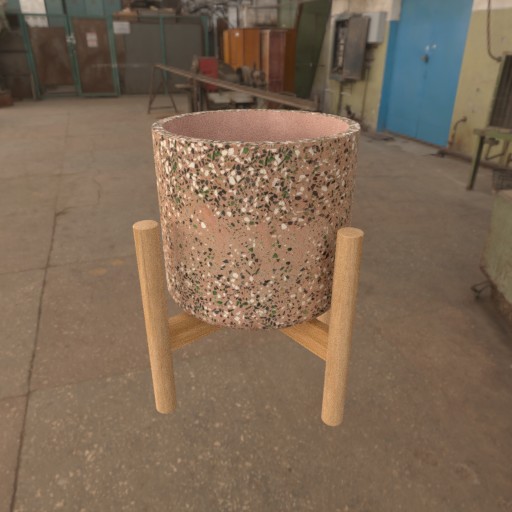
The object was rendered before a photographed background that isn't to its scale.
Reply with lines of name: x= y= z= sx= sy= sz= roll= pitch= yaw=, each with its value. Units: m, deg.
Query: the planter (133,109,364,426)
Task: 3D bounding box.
planter: x=0.000 y=0.000 z=0.550 sx=0.284 sy=0.320 sz=0.284 roll=-8 pitch=27 yaw=-15
